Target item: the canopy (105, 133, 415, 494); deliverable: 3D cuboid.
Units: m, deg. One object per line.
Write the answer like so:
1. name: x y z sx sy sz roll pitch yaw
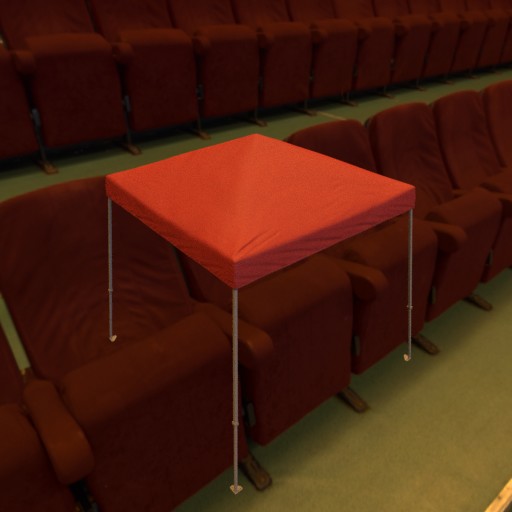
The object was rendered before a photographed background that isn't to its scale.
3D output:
1. canopy: 0.000 0.000 6.535 3.600 3.600 3.599 -23 38 -33
